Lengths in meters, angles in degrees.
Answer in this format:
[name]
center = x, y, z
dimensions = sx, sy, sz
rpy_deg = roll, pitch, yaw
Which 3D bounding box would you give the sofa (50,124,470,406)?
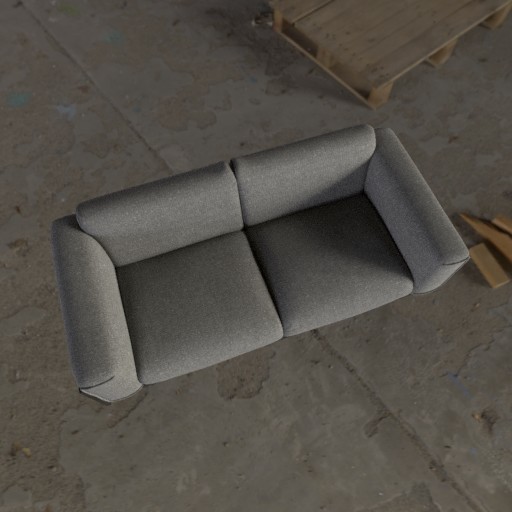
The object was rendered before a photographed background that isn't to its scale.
[sofa]
center = 0.000, 0.000, 2.562
dimensions = 2.125, 0.703, 0.985
rpy_deg = -17, 65, -9
